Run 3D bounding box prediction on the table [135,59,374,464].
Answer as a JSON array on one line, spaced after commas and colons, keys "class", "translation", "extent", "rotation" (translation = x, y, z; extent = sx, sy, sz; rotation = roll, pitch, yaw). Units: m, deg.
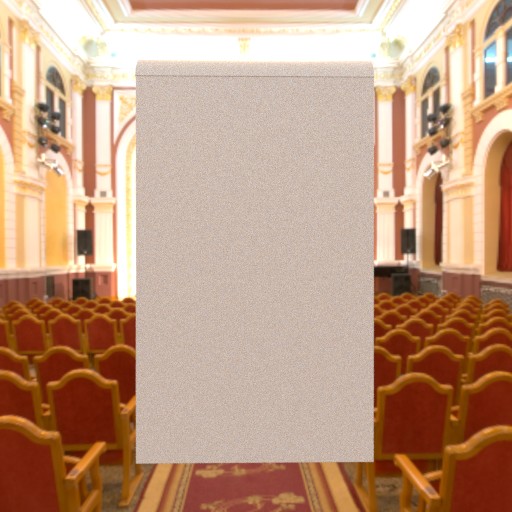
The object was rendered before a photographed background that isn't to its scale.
[{"class": "table", "translation": [0.000, 0.000, 0.857], "extent": [0.350, 0.590, 0.450], "rotation": [0, 0, -1]}]
